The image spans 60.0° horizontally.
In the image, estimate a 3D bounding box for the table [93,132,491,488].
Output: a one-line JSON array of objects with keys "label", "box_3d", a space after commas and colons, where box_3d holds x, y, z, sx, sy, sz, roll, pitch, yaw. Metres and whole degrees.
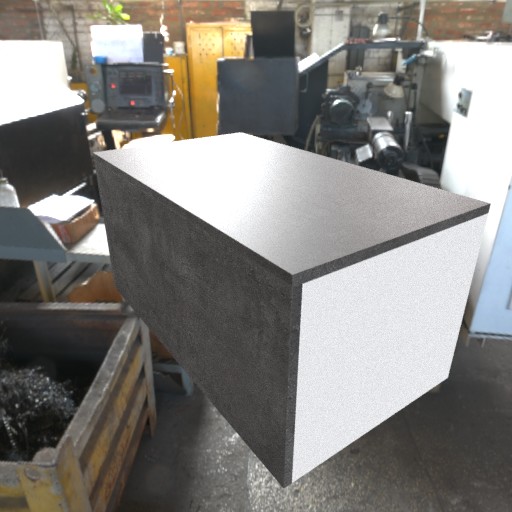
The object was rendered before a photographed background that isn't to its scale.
[{"label": "table", "box_3d": [0.000, 0.000, 0.919, 0.400, 0.350, 0.700, -17, 31, -31]}]
